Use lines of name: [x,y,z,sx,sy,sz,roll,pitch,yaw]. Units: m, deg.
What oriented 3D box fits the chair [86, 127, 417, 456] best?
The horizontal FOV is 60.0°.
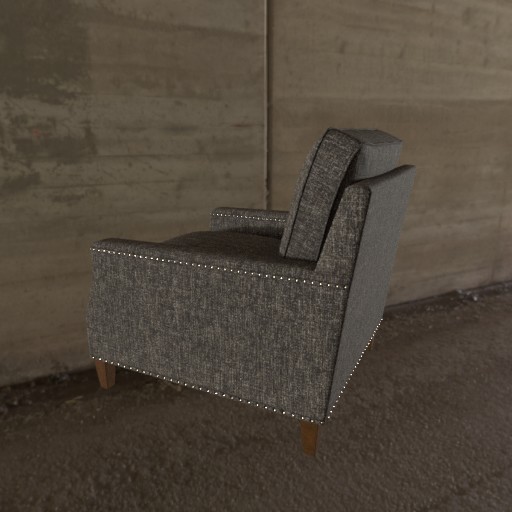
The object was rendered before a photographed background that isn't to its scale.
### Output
chair: [0.000,0.000,1.700,1.014,0.943,0.853,7,17,25]
